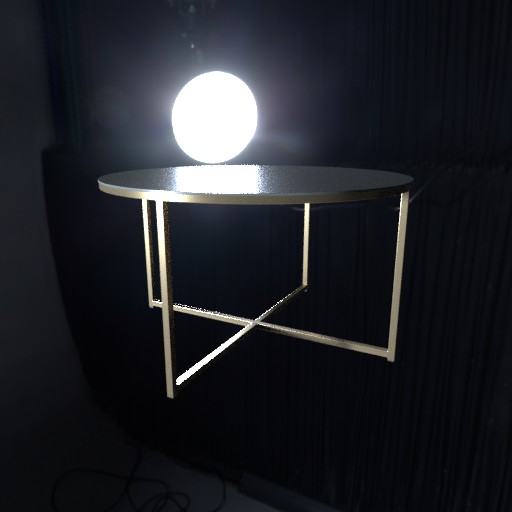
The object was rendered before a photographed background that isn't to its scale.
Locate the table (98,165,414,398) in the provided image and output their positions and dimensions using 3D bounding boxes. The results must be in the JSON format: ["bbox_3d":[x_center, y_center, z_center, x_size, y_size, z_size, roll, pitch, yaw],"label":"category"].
[{"bbox_3d":[0.000,0.000,1.244,0.800,0.450,0.800,0,15,0],"label":"table"}]
